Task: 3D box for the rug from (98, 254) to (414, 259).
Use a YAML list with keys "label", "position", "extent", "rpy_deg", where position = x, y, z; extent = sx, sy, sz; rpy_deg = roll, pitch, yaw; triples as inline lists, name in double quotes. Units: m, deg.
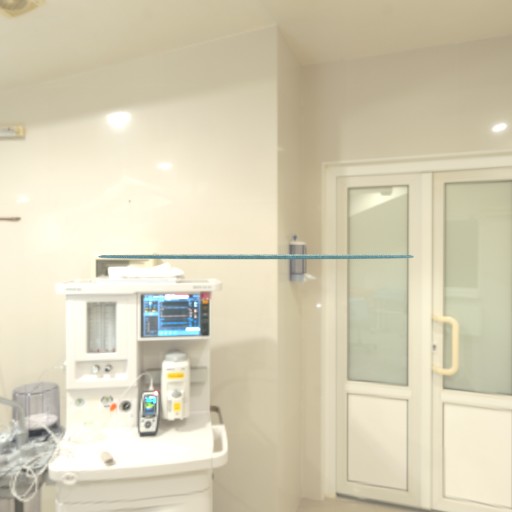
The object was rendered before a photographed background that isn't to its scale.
- label: "rug"
  position: [0.000, 0.000, 2.375]
  extent: [1.593, 0.012, 1.593]
  rpy_deg: [0, 0, 0]
